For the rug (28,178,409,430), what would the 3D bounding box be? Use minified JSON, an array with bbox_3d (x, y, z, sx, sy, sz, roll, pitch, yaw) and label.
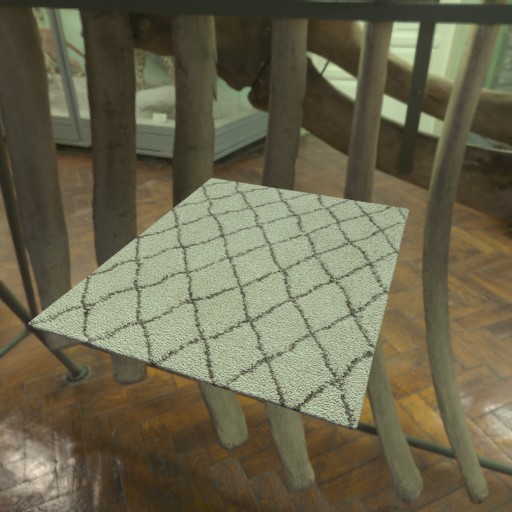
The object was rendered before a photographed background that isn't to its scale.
[{"bbox_3d":[0.000,0.000,4.092,2.438,0.029,3.047,12,34,18],"label":"rug"}]
